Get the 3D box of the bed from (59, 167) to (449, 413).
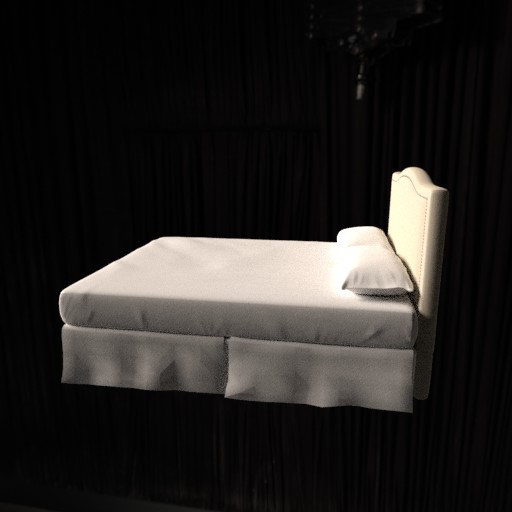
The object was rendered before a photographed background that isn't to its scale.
[{"bbox_3d":[0.000,0.000,3.619,2.477,1.437,1.977,2,14,9],"label":"bed"}]
